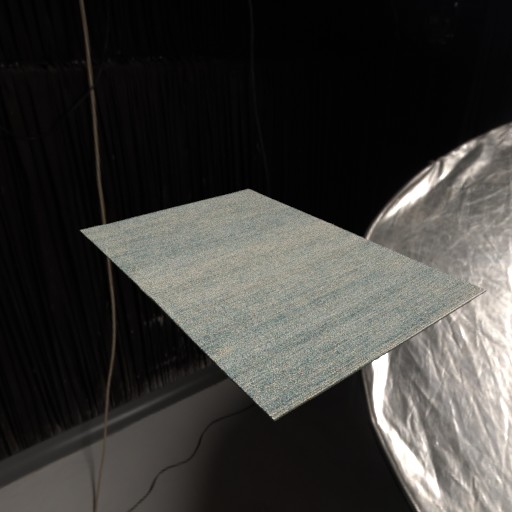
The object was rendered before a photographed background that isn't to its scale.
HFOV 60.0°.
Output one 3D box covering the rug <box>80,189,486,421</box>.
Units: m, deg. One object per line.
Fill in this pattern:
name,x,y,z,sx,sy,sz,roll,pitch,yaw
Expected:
rug,0.000,0.000,5.184,2.802,0.052,4.078,-19,32,-33
